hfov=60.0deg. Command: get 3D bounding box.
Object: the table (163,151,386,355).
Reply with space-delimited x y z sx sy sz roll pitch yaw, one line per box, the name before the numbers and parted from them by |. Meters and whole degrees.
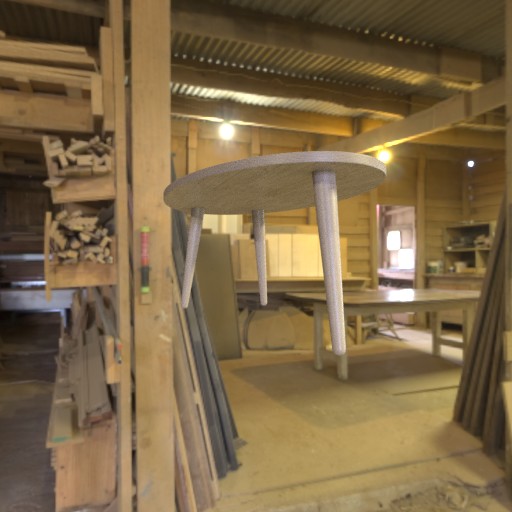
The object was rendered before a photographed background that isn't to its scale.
table | 0.000 0.000 1.350 0.542 0.390 1.083 0 0 -18
